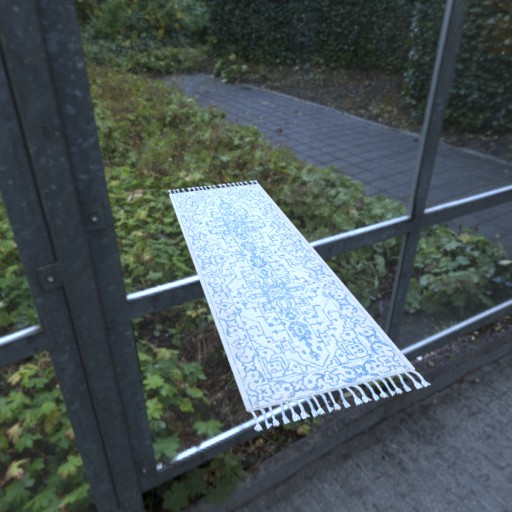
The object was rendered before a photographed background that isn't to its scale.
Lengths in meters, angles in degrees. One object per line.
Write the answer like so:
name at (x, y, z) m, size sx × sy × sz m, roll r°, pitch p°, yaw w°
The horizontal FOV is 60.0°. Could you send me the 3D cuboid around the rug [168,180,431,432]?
rug at (0.000, 0.000, 2.749) m, size 0.774 × 0.011 × 2.449 m, roll -9°, pitch 32°, yaw -15°
